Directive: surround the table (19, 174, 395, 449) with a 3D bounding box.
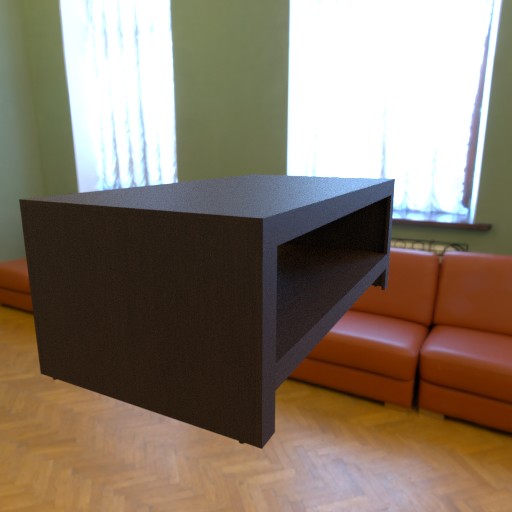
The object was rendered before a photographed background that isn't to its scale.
[{"bbox_3d":[0.000,0.000,1.359,0.597,0.424,1.099,7,15,27],"label":"table"}]
